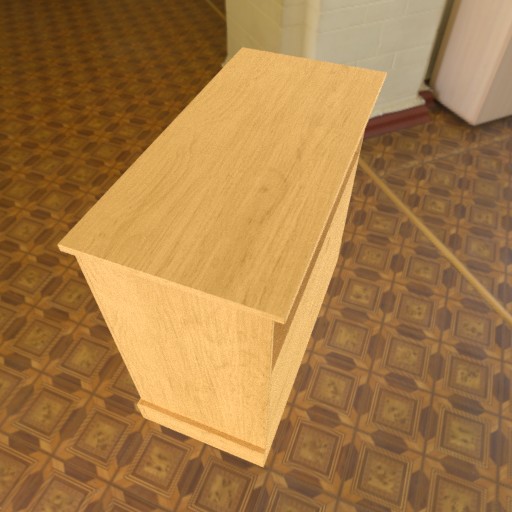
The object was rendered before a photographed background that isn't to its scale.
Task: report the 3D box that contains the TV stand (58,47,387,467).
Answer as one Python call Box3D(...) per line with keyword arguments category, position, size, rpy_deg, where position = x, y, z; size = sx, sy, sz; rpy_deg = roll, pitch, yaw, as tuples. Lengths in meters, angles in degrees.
Box3D(category="TV stand", position=(0.000, 0.000, 1.289), size=(0.430, 0.787, 0.851), rpy_deg=(16, 51, 14))
